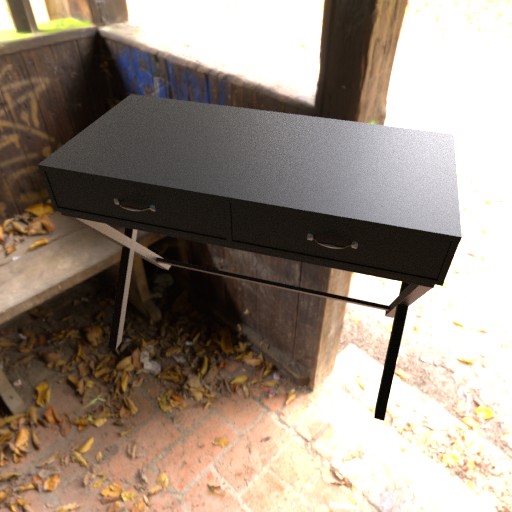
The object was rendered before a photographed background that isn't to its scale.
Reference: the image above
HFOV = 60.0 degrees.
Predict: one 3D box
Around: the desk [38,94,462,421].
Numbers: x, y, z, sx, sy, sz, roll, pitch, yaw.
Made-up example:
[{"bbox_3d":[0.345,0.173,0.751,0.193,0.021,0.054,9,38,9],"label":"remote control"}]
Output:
[{"bbox_3d":[0.000,0.000,1.485,1.057,0.780,0.525,11,43,12],"label":"desk"}]
